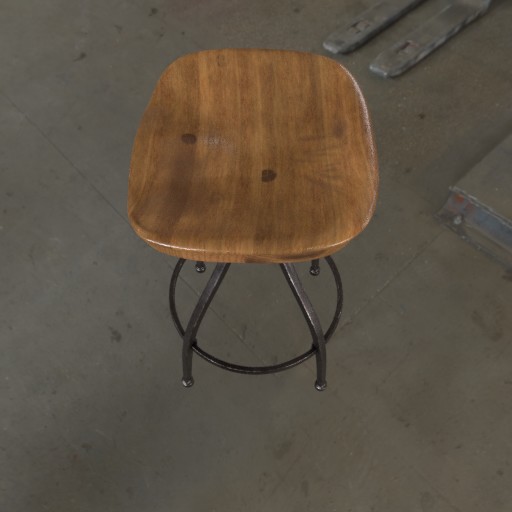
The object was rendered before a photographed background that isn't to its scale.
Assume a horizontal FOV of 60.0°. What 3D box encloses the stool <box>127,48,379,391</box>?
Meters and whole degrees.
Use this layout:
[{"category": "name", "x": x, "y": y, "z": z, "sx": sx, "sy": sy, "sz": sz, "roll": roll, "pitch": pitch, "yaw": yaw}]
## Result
[{"category": "stool", "x": 0.000, "y": 0.000, "z": 0.956, "sx": 0.424, "sy": 0.694, "sz": 0.432, "roll": 1, "pitch": 57, "yaw": 1}]
